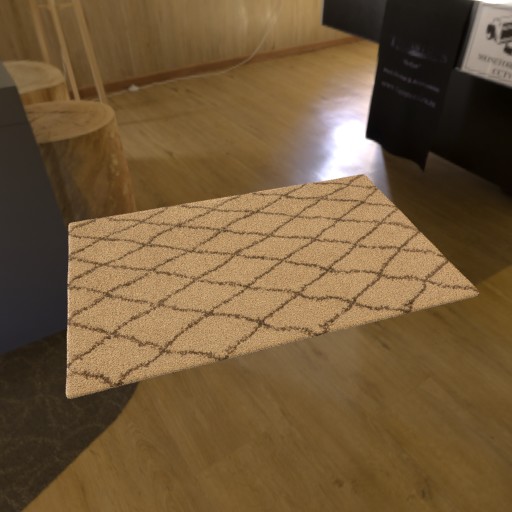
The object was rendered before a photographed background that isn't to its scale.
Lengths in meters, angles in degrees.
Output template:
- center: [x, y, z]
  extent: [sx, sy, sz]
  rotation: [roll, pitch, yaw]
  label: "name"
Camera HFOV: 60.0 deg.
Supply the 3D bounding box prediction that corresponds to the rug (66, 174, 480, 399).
- center: [0.000, 0.000, 3.017]
  extent: [2.438, 0.030, 1.524]
  rotation: [-11, 42, -13]
  label: "rug"
